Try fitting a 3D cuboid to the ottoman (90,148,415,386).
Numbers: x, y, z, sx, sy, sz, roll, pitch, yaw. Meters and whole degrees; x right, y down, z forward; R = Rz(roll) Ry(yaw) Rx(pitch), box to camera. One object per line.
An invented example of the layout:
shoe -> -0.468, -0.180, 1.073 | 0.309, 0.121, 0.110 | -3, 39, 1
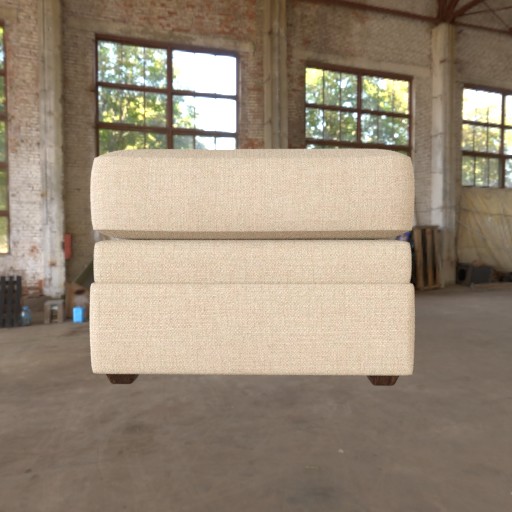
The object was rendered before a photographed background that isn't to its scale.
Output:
ottoman -> 0.000, 0.000, 1.247 | 0.637, 0.478, 0.885 | 0, 2, 1
